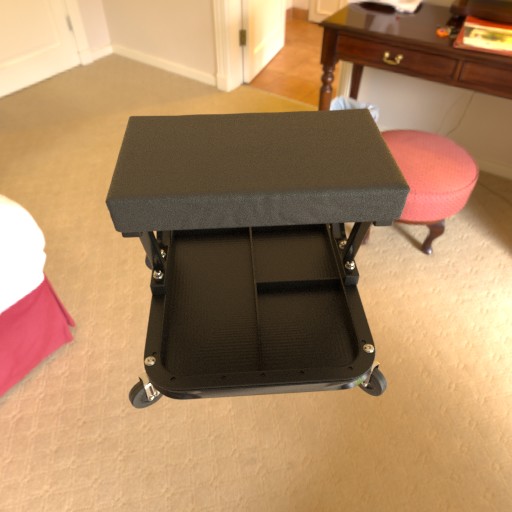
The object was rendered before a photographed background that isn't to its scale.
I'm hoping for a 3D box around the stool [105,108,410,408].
[{"bbox_3d":[0.000,0.000,0.720,0.446,0.380,0.371,-3,45,-3],"label":"stool"}]
